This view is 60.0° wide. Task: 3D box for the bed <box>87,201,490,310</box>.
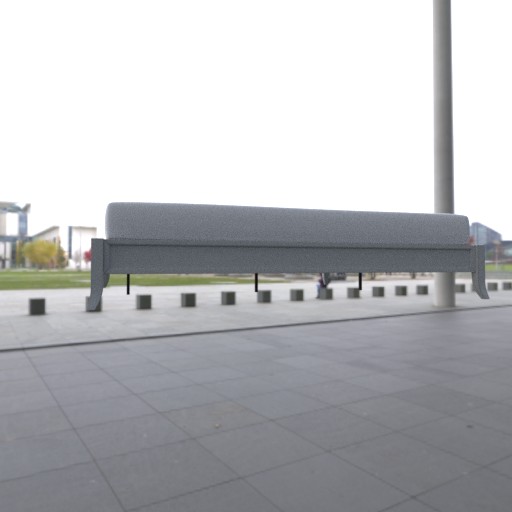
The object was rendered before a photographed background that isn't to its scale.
[{"bbox_3d":[0.000,0.000,3.121,2.108,0.510,2.007,0,-1,-17],"label":"bed"}]
